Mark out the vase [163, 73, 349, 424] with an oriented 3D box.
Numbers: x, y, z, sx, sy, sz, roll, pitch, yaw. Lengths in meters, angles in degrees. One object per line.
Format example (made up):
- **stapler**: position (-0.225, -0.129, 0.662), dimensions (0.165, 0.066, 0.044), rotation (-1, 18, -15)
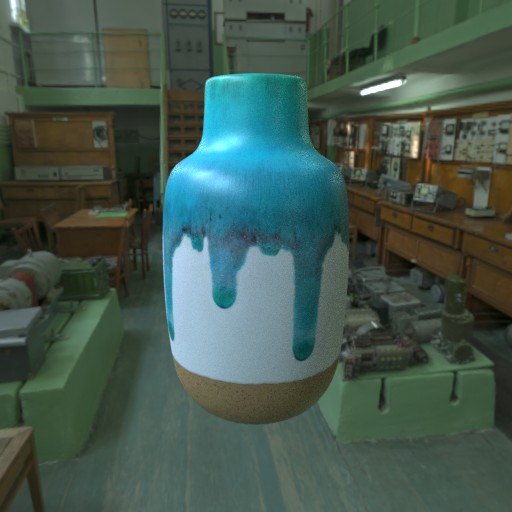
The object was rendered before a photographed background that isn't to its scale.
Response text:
- **vase**: position (0.000, 0.000, 0.258), dimensions (0.106, 0.192, 0.106), rotation (0, 15, 0)
